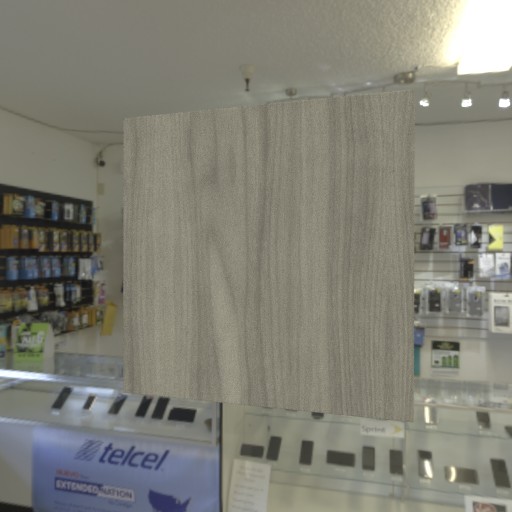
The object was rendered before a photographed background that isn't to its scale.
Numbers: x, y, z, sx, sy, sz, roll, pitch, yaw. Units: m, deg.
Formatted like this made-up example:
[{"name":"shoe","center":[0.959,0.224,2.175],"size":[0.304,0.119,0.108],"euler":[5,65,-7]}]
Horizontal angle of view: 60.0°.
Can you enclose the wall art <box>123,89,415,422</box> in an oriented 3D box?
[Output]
[{"name":"wall art","center":[0.000,0.000,0.755],"size":[0.508,0.507,0.016],"euler":[0,0,16]}]
